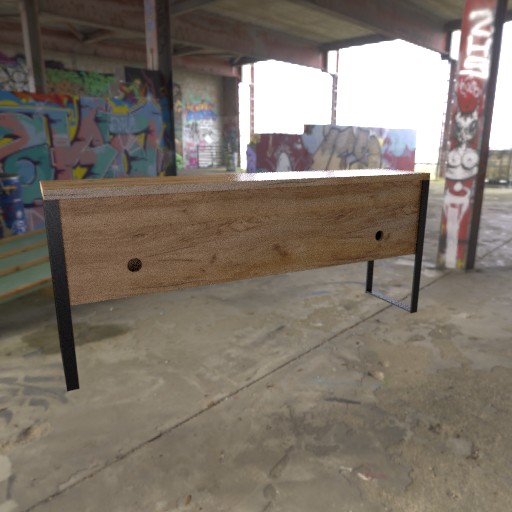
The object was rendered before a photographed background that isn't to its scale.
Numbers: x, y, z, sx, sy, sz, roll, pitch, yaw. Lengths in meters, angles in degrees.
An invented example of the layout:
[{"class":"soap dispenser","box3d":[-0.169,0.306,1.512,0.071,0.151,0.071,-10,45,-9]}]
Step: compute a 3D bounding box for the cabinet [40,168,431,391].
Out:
[{"class":"cabinet","box3d":[0.000,0.000,2.146,1.800,0.762,0.395,-7,16,-26]}]
